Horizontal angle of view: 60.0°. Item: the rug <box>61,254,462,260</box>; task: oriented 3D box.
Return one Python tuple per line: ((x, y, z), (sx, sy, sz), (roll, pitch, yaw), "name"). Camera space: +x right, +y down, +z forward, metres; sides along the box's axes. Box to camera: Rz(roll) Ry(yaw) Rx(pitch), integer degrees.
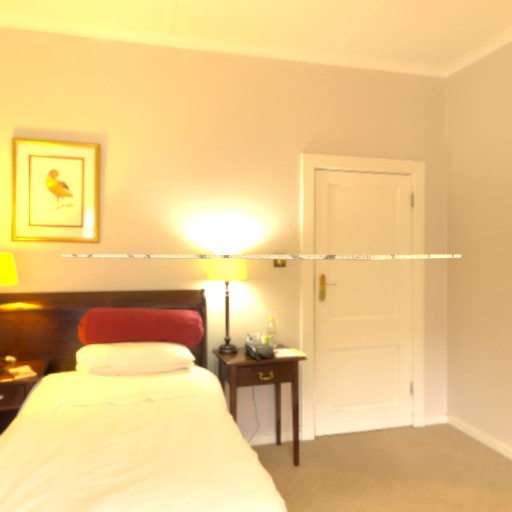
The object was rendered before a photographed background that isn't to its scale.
((0.000, 0.000, 3.565), (2.701, 0.026, 1.801), (0, 0, 37), "rug")
